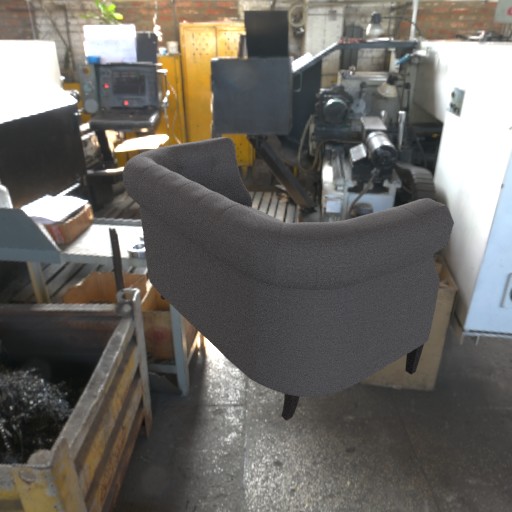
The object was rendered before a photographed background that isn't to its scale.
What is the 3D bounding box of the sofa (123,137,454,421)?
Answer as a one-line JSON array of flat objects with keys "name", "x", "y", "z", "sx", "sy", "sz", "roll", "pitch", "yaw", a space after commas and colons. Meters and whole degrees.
[{"name": "sofa", "x": 0.000, "y": 0.000, "z": 2.088, "sx": 0.835, "sy": 0.827, "sz": 1.558, "roll": -18, "pitch": 32, "yaw": -32}]
